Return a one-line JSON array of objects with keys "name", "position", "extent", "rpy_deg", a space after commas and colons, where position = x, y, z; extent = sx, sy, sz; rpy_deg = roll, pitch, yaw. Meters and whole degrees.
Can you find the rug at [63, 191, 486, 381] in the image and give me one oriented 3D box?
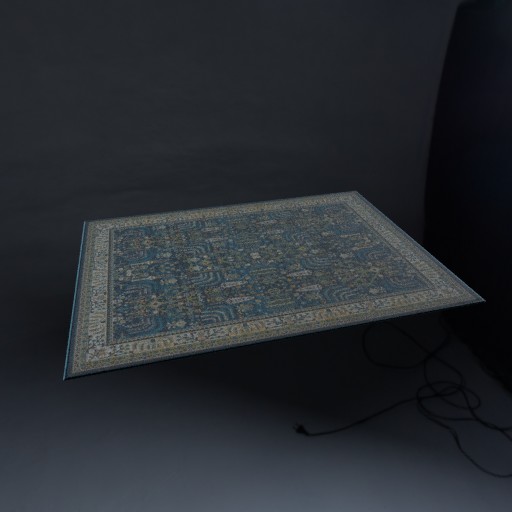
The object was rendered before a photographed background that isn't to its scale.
[{"name": "rug", "position": [0.000, 0.000, 3.969], "extent": [3.044, 0.015, 2.226], "rpy_deg": [-8, 32, -13]}]
